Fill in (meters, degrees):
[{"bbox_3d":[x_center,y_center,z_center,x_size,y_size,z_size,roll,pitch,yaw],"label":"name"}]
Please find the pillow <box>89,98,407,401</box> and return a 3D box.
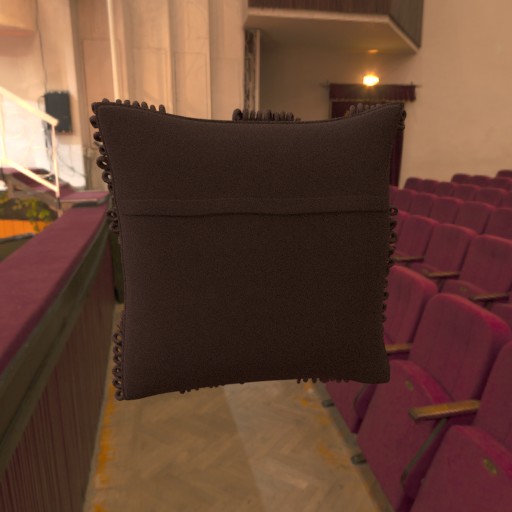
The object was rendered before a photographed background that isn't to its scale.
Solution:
[{"bbox_3d":[0.000,0.000,0.699,0.470,0.467,0.172,-2,14,-8],"label":"pillow"}]
